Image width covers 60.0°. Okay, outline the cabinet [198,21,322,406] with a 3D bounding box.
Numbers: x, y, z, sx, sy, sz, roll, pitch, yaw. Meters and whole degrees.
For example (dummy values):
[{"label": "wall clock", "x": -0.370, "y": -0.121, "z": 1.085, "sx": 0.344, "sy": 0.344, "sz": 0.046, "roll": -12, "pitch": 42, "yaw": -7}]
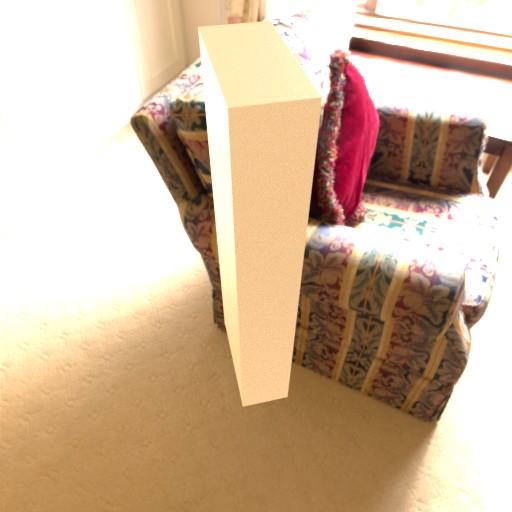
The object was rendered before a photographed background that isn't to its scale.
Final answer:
[{"label": "cabinet", "x": 0.000, "y": 0.000, "z": 1.836, "sx": 0.255, "sy": 1.630, "sz": 0.520, "roll": -9, "pitch": 48, "yaw": -9}]
